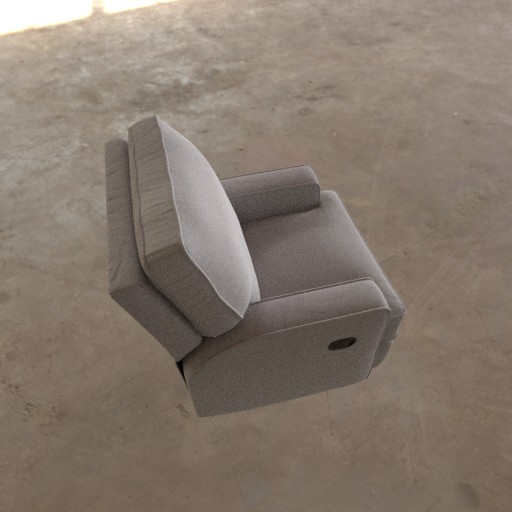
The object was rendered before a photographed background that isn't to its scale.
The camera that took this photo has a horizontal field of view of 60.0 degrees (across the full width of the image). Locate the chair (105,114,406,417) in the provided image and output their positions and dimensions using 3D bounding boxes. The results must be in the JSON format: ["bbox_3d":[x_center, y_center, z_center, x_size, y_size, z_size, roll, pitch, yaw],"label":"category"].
[{"bbox_3d":[0.000,0.000,1.730,0.969,0.964,0.861,-10,48,-10],"label":"chair"}]
